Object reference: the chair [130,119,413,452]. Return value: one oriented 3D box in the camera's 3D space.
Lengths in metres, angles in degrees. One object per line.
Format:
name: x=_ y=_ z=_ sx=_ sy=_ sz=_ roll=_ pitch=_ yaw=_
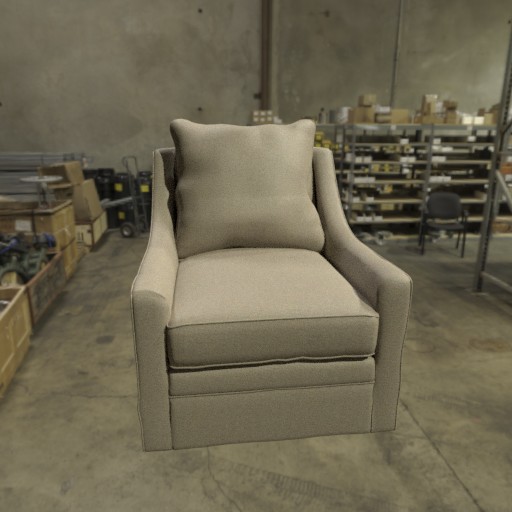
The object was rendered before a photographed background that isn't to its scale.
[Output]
chair: x=0.000 y=0.000 z=1.575 sx=0.760 sy=0.942 sz=0.876 roll=-2 pitch=16 yaw=-7
